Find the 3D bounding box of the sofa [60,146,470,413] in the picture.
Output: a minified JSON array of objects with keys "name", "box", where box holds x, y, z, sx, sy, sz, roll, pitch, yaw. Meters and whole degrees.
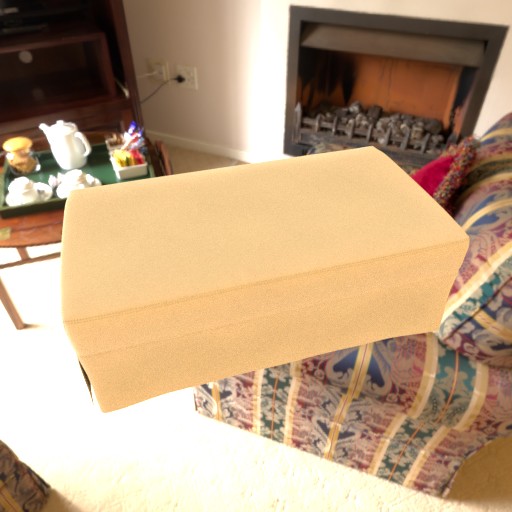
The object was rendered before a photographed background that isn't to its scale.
[{"name":"sofa","box":[0.000,0.000,2.128,1.677,0.552,0.939,-11,42,-12]}]
